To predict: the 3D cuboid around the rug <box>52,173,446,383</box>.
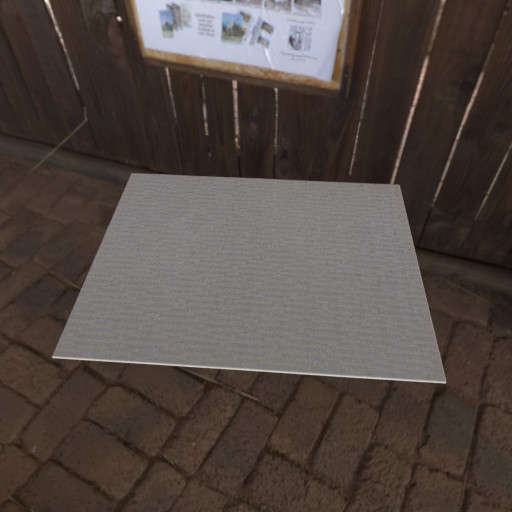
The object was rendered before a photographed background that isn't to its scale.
[{"bbox_3d":[0.000,0.000,4.236,3.055,0.021,2.410,3,47,3],"label":"rug"}]
